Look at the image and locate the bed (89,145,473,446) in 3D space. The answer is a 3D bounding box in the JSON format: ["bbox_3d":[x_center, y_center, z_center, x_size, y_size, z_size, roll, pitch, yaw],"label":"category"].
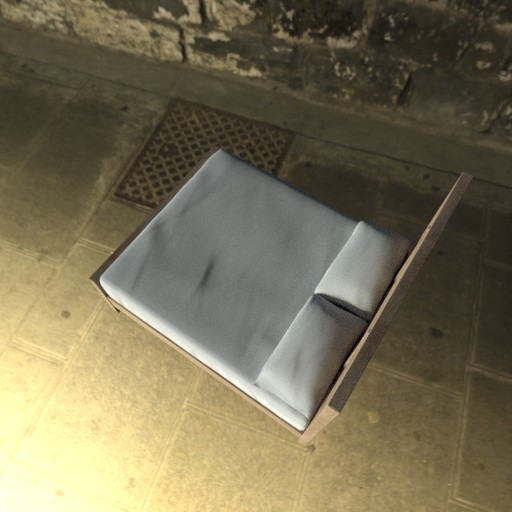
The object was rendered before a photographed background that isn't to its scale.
[{"bbox_3d":[0.000,0.000,3.284,2.017,1.631,1.615,31,66,15],"label":"bed"}]
